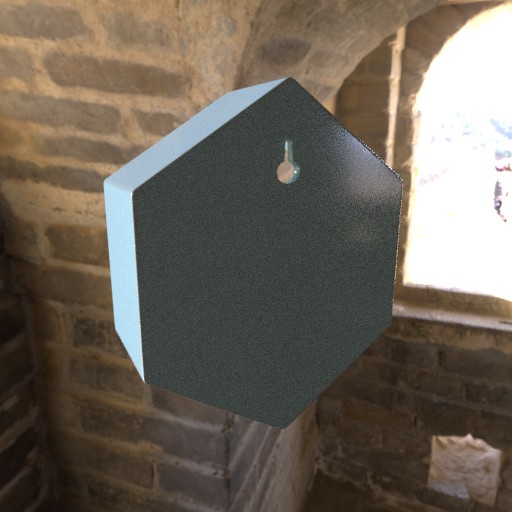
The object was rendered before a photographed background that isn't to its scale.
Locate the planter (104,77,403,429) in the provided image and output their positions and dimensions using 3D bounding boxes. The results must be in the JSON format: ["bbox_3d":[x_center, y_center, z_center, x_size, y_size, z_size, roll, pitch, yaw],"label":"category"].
[{"bbox_3d":[0.000,0.000,0.285,0.169,0.207,0.078,-7,15,-27],"label":"planter"}]
